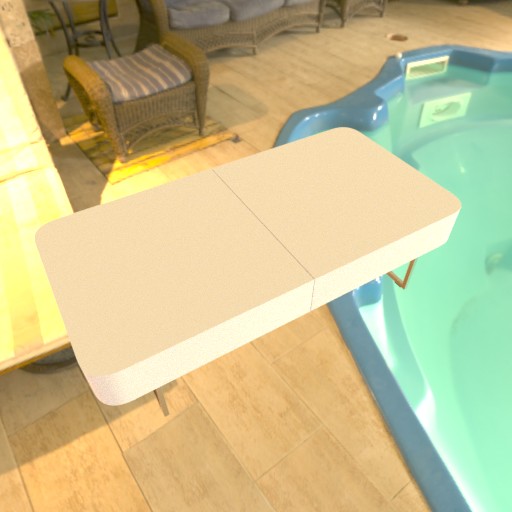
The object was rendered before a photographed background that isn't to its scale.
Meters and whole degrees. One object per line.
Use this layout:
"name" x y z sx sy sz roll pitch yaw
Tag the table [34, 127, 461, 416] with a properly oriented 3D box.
"table" 0.000 0.000 1.464 1.200 0.340 0.600 -23 49 -21
